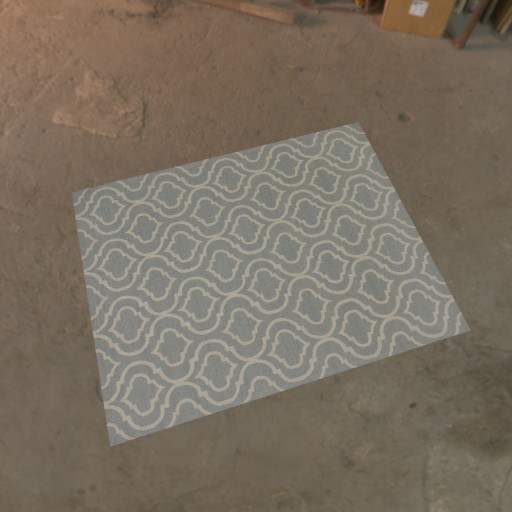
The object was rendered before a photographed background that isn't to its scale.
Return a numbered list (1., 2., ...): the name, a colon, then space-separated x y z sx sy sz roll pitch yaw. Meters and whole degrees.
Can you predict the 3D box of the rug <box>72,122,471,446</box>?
1. rug: 0.000 0.000 3.844 2.892 0.006 2.283 -16 65 -8
